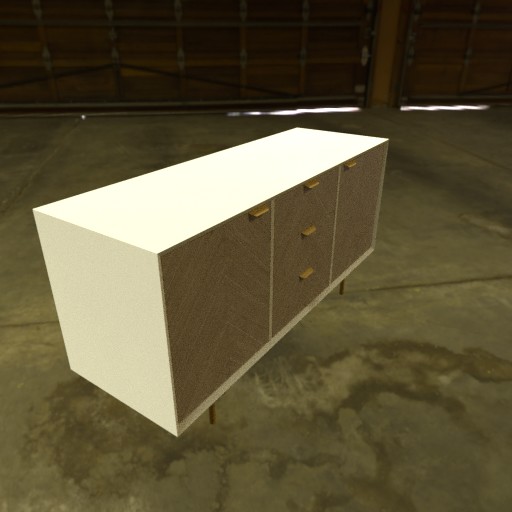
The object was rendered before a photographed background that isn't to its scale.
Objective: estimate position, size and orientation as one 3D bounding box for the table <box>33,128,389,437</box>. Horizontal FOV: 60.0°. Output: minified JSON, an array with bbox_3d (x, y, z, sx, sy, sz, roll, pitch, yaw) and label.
[{"bbox_3d":[0.000,0.000,1.856,0.508,0.769,1.500,17,31,31],"label":"table"}]
